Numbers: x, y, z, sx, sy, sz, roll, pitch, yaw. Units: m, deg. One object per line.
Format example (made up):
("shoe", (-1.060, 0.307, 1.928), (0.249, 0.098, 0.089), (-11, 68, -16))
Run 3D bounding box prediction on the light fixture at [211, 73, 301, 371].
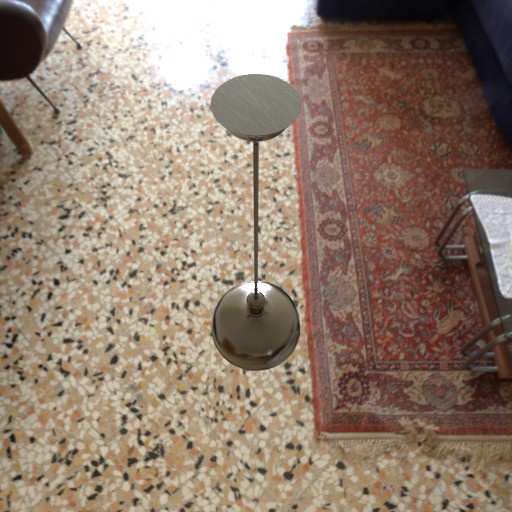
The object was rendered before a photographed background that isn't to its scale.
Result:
("light fixture", (0.000, 0.000, 1.096), (0.299, 0.935, 0.299), (-31, 64, -17))
